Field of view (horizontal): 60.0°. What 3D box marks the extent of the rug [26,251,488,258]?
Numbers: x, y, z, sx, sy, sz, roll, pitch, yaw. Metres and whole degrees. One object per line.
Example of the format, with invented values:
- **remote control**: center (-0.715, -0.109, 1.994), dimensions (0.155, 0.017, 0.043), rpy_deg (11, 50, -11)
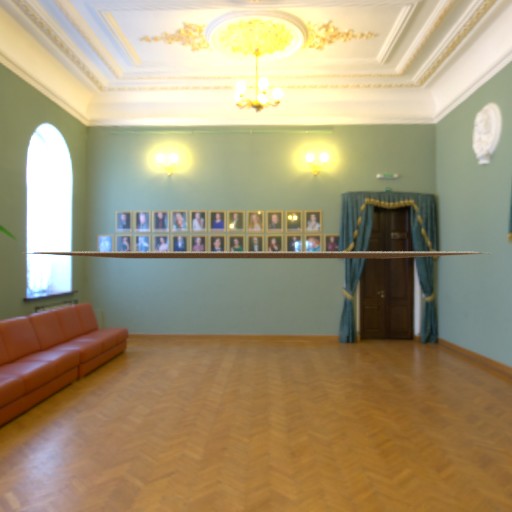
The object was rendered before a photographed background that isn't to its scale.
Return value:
- **rug**: center (0.000, 0.000, 4.055), dimensions (3.051, 0.013, 2.380), rpy_deg (0, -1, 0)
